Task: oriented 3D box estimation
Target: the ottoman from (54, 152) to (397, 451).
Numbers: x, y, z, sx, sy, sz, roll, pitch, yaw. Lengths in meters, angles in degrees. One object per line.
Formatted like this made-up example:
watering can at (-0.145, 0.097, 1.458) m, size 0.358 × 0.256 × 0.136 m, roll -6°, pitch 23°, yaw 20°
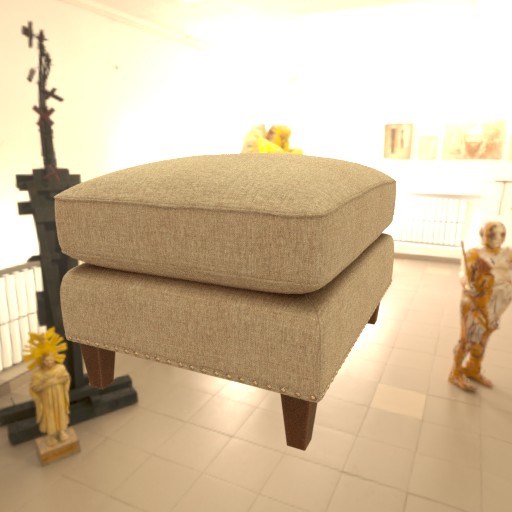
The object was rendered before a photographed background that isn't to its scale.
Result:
ottoman at (0.000, 0.000, 1.130) m, size 0.584 × 0.513 × 0.741 m, roll 7°, pitch 15°, yaw 25°
